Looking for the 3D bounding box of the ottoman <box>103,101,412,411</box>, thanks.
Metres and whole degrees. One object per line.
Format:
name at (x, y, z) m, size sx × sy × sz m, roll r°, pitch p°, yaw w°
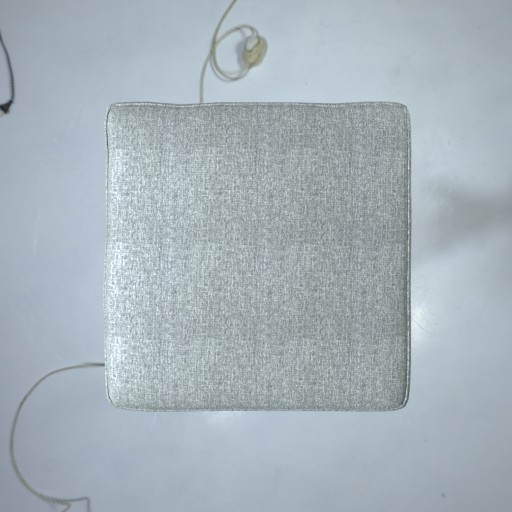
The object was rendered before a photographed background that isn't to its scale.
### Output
ottoman at (0.000, 0.000, 1.363) m, size 0.838 × 0.481 × 0.838 m, roll 0°, pitch 91°, yaw 0°
